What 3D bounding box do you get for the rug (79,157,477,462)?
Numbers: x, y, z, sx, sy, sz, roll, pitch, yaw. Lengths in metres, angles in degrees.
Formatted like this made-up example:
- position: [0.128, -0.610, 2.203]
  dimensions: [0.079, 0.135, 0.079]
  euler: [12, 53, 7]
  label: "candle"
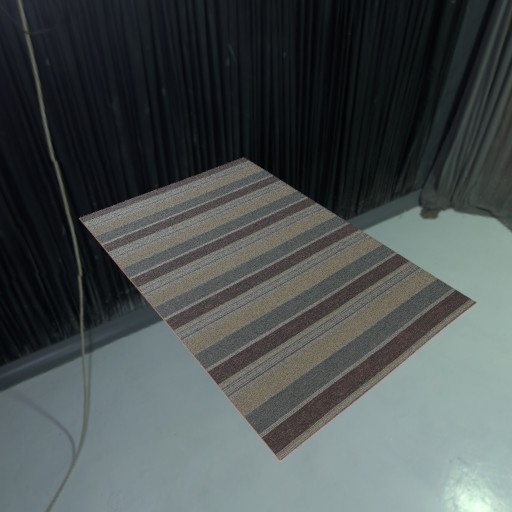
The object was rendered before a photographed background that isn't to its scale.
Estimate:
- position: [0.000, 0.000, 2.353]
  dimensions: [1.219, 0.008, 1.829]
  euler: [-27, 47, -28]
  label: "rug"
